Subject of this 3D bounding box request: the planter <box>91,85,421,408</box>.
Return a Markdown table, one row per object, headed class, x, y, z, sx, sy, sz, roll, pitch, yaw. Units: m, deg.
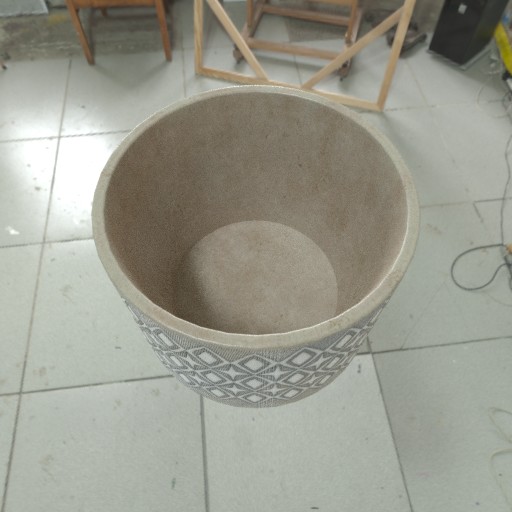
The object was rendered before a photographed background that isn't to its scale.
| class | x | y | z | sx | sy | sz | roll | pitch | yaw |
| --- | --- | --- | --- | --- | --- | --- | --- | --- | --- |
| planter | 0.000 | 0.000 | 0.278 | 0.164 | 0.127 | 0.164 | 0 | 59 | 0 |
